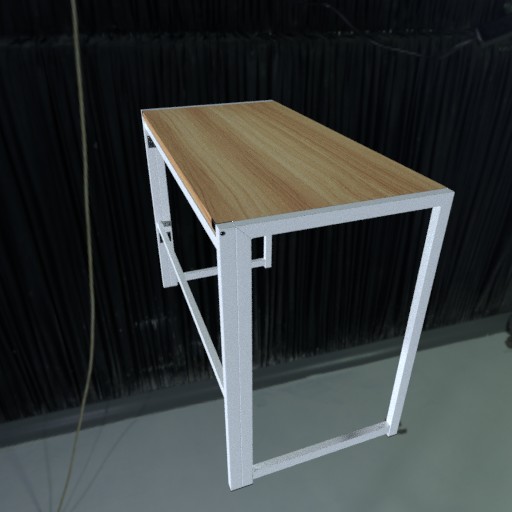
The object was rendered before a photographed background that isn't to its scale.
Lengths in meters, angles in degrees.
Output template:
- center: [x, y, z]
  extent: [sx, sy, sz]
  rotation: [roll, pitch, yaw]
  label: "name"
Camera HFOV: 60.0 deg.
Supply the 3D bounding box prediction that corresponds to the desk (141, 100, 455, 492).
- center: [0.000, 0.000, 1.444]
  extent: [0.508, 0.762, 1.016]
  rotation: [-10, 32, -17]
  label: "desk"
